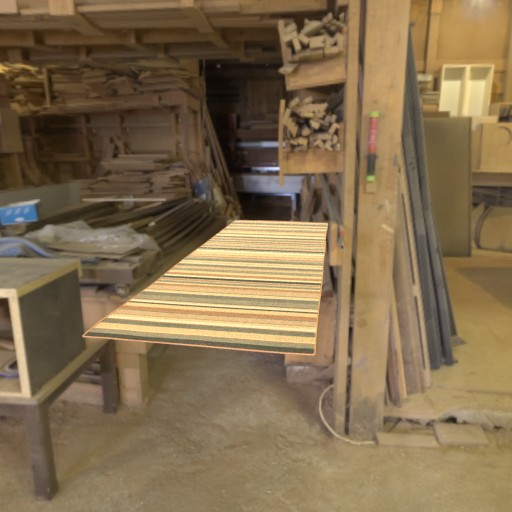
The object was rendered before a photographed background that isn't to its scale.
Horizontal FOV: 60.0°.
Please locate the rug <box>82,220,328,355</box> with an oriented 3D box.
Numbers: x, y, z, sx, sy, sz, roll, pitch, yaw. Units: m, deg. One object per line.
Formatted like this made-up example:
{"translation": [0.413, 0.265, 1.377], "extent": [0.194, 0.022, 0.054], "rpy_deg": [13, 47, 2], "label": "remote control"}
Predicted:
{"translation": [0.000, 0.000, 2.614], "extent": [0.799, 0.010, 2.444], "rpy_deg": [2, 14, 10], "label": "rug"}
